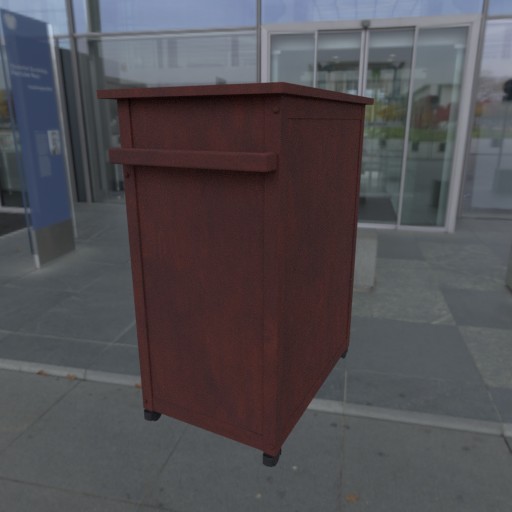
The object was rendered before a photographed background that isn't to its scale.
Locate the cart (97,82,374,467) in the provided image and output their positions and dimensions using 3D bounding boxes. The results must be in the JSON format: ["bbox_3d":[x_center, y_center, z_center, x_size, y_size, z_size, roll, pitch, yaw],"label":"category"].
[{"bbox_3d":[0.000,0.000,1.261,0.442,0.864,0.683,9,19,26],"label":"cart"}]
